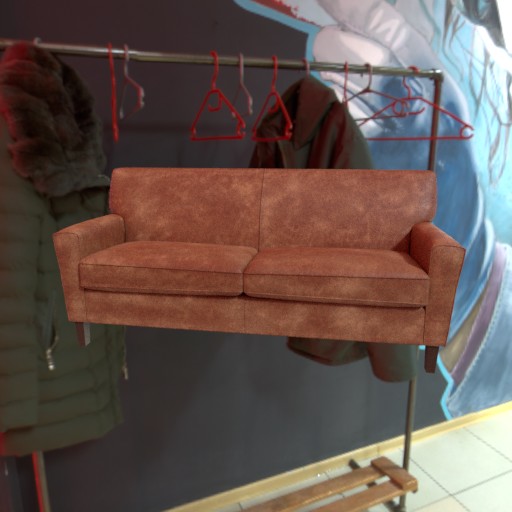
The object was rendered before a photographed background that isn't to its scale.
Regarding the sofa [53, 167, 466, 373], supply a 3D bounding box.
[{"bbox_3d":[0.000,0.000,2.545,2.053,0.947,0.805,2,14,9],"label":"sofa"}]
